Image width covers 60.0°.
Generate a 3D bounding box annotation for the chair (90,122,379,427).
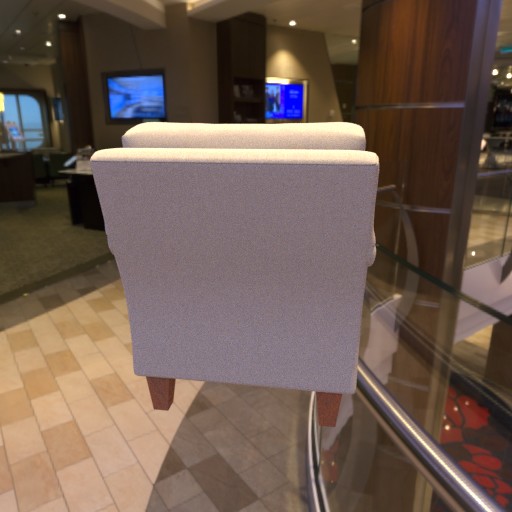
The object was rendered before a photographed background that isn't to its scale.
[{"bbox_3d":[0.000,0.000,1.862,0.895,1.076,1.078,3,17,8],"label":"chair"}]
